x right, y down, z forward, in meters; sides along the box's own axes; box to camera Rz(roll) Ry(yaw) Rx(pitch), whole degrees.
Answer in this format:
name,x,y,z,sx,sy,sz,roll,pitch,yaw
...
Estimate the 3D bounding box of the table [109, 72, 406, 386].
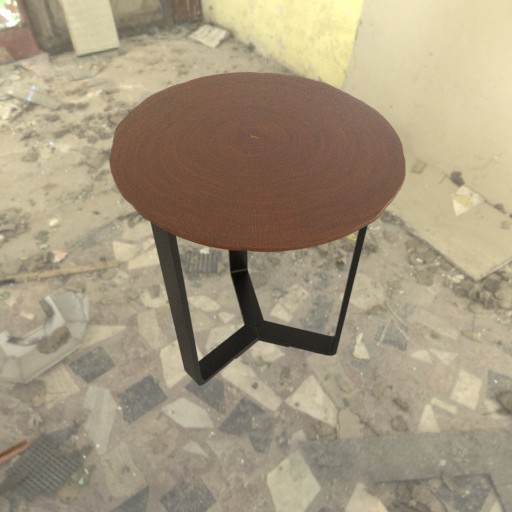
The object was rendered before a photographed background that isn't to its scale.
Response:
name,x,y,z,sx,sy,sz,roll,pitch,yaw
table,0.000,0.000,0.750,0.380,0.450,0.410,-10,47,-10
